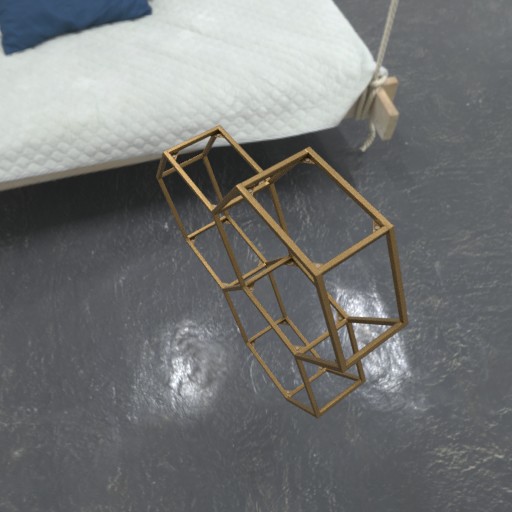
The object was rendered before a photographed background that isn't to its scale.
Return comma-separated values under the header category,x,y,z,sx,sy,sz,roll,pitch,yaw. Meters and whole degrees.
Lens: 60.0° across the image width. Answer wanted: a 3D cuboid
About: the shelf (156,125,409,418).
category,x,y,z,sx,sy,sz,roll,pitch,yaw
shelf,0.000,0.000,1.047,0.150,0.701,0.708,-31,63,-18
